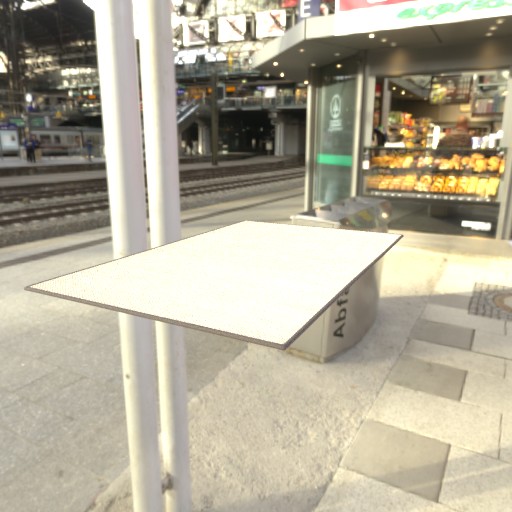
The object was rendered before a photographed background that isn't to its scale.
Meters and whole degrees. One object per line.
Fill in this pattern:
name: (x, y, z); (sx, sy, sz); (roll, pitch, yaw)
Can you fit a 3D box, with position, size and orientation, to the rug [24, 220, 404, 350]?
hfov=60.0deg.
rug: (0.000, 0.000, 2.110); (1.067, 0.013, 1.676); (7, 16, 27)
